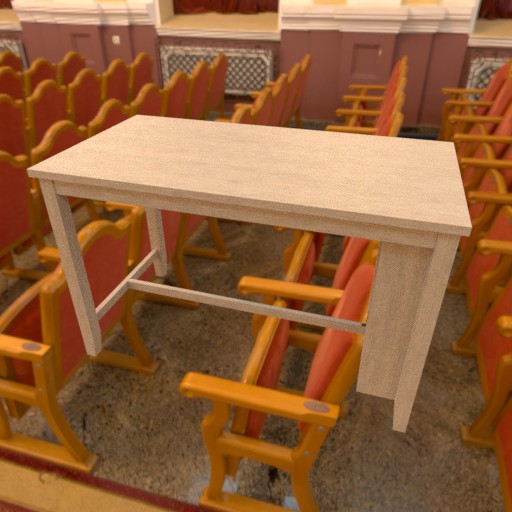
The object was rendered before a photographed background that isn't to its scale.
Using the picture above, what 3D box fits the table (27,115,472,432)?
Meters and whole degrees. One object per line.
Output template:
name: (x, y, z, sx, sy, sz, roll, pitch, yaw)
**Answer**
table: (0.000, 0.000, 1.851, 1.397, 0.874, 0.729, 9, 33, 14)
